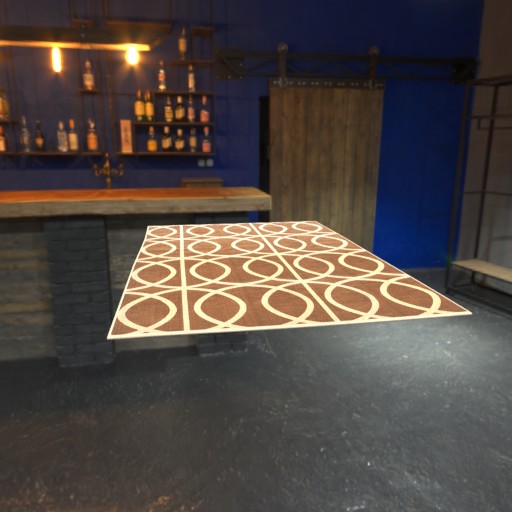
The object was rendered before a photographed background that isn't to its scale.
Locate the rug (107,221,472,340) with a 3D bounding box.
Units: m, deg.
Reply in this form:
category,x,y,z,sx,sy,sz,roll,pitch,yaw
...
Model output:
category,x,y,z,sx,sy,sz,roll,pitch,yaw
rug,0.000,0.000,2.878,1.528,0.014,2.294,-2,15,-9
